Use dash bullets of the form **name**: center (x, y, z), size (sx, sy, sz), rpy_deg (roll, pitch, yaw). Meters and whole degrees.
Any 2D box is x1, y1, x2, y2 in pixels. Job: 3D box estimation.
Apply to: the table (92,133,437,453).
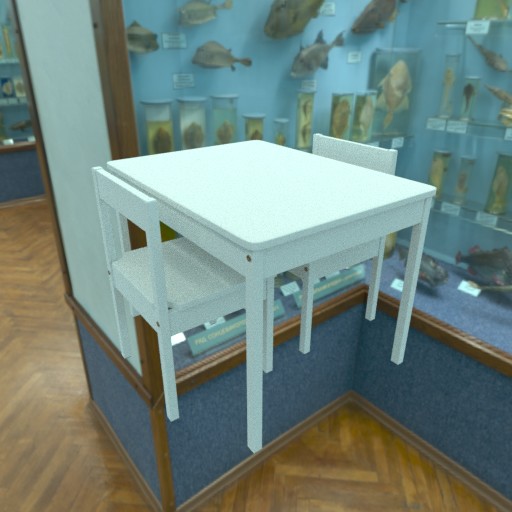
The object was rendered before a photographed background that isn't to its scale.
- **table**: center (0.000, 0.000, 1.137), size (0.672, 0.503, 0.650), rpy_deg (-18, 31, -32)
